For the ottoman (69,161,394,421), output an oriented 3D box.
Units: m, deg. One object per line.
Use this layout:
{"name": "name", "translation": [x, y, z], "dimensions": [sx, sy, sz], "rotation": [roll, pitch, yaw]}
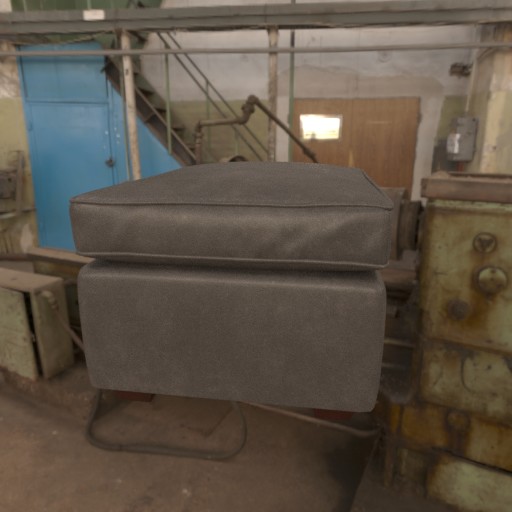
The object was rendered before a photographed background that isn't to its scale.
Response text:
{"name": "ottoman", "translation": [0.000, 0.000, 1.106], "dimensions": [0.554, 0.445, 0.756], "rotation": [2, 16, 9]}
